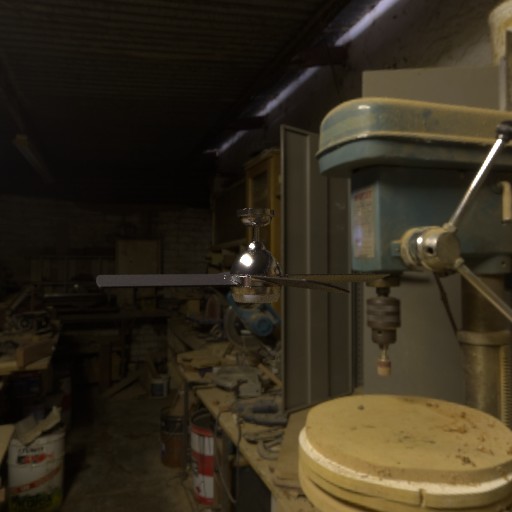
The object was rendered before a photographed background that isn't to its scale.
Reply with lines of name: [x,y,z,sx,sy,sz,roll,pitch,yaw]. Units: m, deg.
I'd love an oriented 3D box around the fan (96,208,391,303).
fan: [0.000,0.000,1.967,1.332,0.403,1.332,0,-1,-20]
